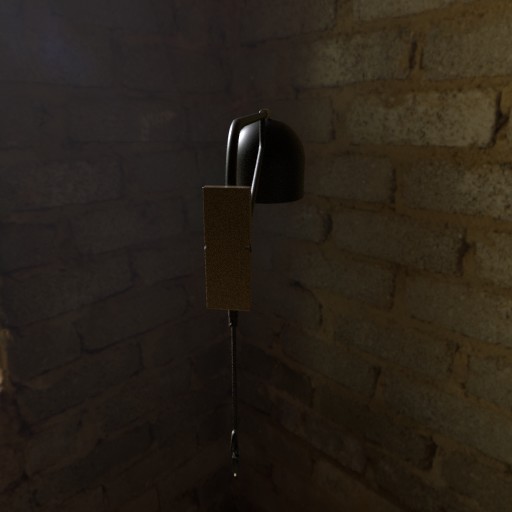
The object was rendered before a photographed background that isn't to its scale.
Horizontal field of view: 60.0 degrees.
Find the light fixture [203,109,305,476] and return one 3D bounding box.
[{"bbox_3d":[0.000,0.000,1.088,0.215,0.696,0.720,2,17,7],"label":"light fixture"}]
